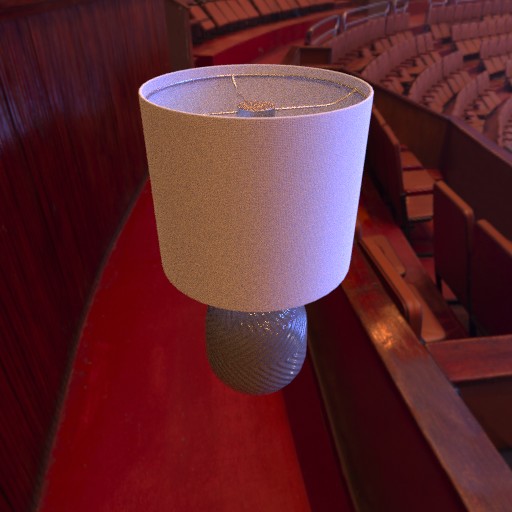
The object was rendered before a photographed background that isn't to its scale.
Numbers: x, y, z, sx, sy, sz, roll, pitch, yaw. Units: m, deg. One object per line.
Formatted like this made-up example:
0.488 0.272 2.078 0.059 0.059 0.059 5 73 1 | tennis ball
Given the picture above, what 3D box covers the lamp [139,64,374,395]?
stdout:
0.000 0.000 0.498 0.207 0.366 0.207 -8 34 -13 | lamp
